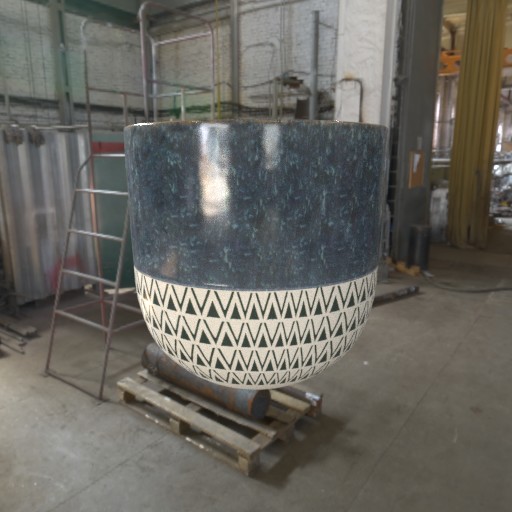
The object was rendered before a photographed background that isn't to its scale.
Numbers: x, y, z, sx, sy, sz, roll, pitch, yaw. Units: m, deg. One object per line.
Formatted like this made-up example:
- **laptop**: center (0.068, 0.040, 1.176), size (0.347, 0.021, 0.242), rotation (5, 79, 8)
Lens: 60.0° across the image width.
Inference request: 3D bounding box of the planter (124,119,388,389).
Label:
- **planter**: center (0.000, 0.000, 0.492), size (0.266, 0.270, 0.266), rotation (0, 13, 0)
